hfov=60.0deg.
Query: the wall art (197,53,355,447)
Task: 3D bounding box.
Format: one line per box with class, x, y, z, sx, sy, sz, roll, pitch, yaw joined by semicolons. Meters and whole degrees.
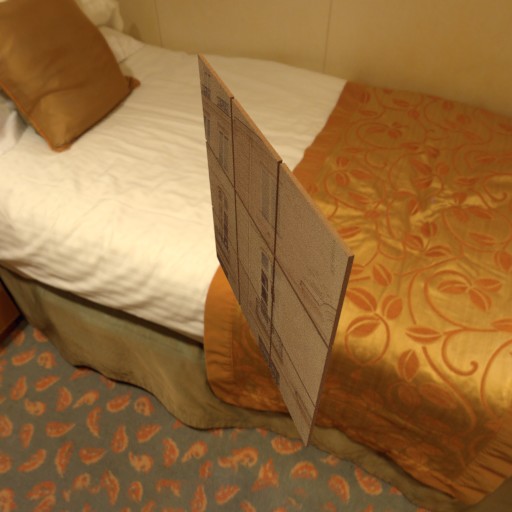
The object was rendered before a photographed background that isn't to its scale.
wall art;0.000;0.000;1.400;0.018;0.913;0.915;-16;49;-15
